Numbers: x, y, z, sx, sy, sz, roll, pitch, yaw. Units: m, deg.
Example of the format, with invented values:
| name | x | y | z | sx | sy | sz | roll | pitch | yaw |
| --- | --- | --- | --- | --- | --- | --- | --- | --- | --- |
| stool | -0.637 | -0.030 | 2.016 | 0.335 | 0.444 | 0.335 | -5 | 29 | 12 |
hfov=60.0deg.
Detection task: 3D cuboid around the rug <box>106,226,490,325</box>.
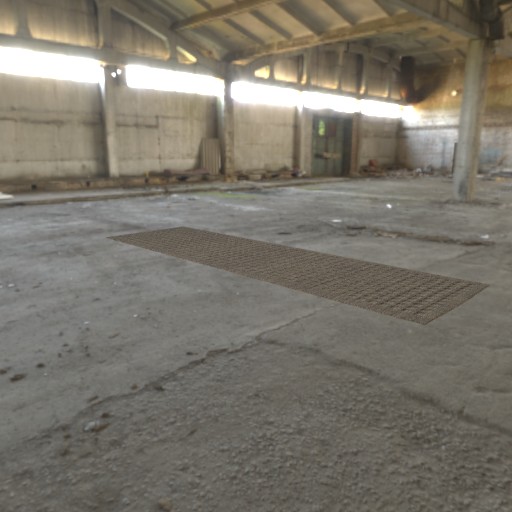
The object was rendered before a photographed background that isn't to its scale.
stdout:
| name | x | y | z | sx | sy | sz | roll | pitch | yaw |
| --- | --- | --- | --- | --- | --- | --- | --- | --- | --- |
| rug | 0.000 | 0.000 | 2.689 | 2.443 | 0.009 | 0.706 | 13 | 18 | 43 |
